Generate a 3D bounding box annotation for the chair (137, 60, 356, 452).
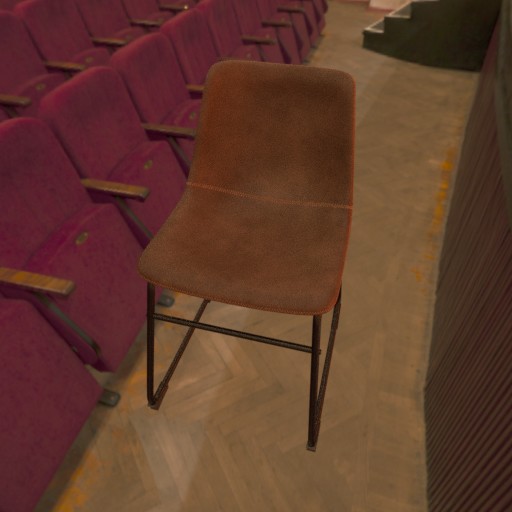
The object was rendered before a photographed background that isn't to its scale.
[{"bbox_3d":[0.000,0.000,1.114,0.460,0.780,0.551,10,41,12],"label":"chair"}]
